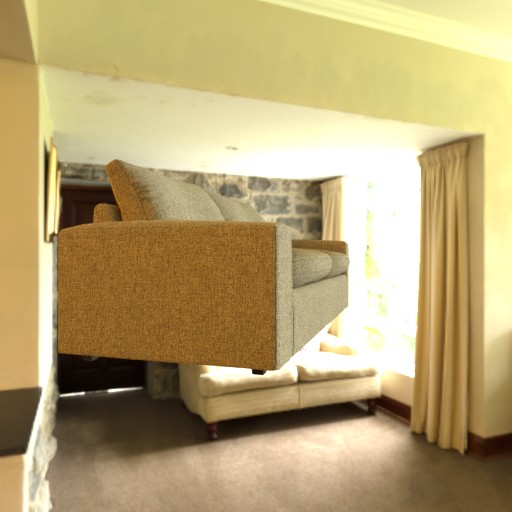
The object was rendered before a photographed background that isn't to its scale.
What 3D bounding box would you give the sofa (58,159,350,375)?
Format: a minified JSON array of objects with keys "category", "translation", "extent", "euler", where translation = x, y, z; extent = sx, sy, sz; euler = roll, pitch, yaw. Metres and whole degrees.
[{"category":"sofa","translation":[0.000,0.000,2.827],"extent":[1.040,0.922,2.299],"euler":[0,0,18]}]
